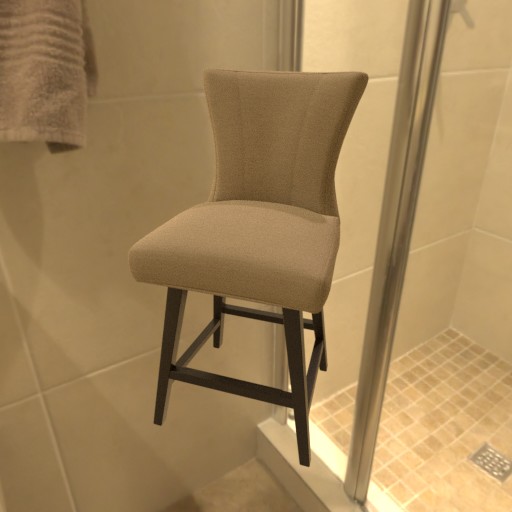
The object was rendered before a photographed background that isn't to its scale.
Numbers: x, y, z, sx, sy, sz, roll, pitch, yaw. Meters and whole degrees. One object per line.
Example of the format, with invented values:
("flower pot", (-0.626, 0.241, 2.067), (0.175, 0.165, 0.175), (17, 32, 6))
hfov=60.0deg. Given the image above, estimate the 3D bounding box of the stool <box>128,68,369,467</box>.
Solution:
("stool", (0.000, 0.000, 1.322), (0.514, 1.000, 0.574), (8, 28, 16))
